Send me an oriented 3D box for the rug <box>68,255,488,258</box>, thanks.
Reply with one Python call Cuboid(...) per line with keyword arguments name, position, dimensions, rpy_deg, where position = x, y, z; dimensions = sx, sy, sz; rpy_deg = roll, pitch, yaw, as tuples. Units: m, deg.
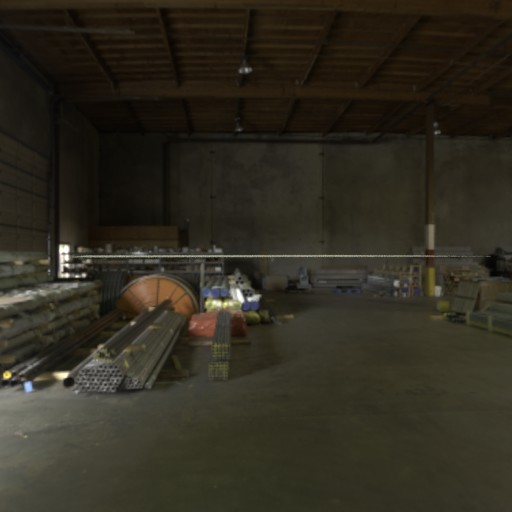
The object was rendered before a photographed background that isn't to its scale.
Cuboid(name="rug", position=(0.000, 0.000, 4.113), dimensions=(3.037, 0.004, 2.453), rpy_deg=(0, 0, -18))
